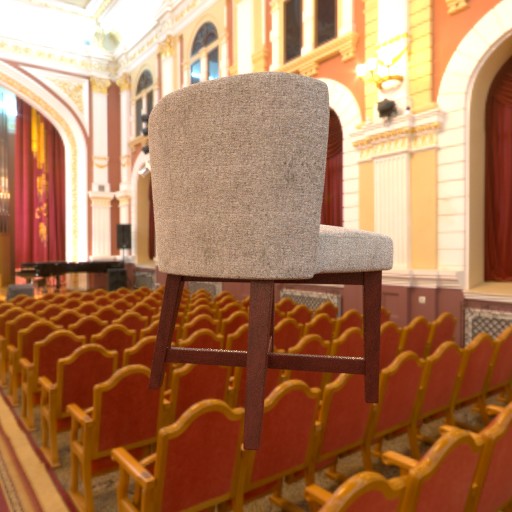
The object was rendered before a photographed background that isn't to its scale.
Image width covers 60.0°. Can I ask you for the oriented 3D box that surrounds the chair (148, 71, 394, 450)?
[{"bbox_3d":[0.000,0.000,1.292,0.575,0.827,0.728,-1,1,-36],"label":"chair"}]
